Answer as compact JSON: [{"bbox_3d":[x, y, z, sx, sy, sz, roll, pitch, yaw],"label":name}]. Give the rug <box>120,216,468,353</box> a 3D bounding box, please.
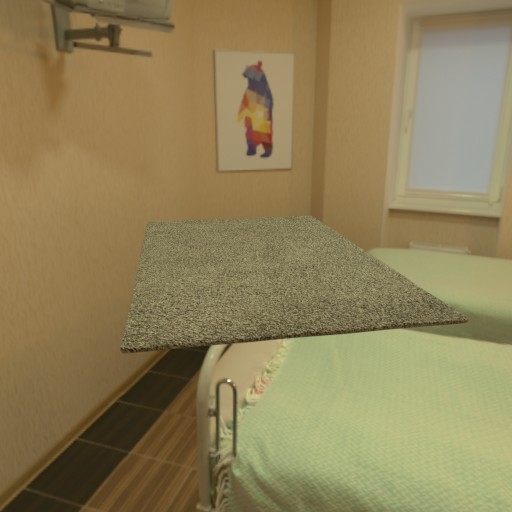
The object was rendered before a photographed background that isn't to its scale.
[{"bbox_3d":[0.000,0.000,3.463,1.778,0.030,2.743,-3,17,-10],"label":"rug"}]
